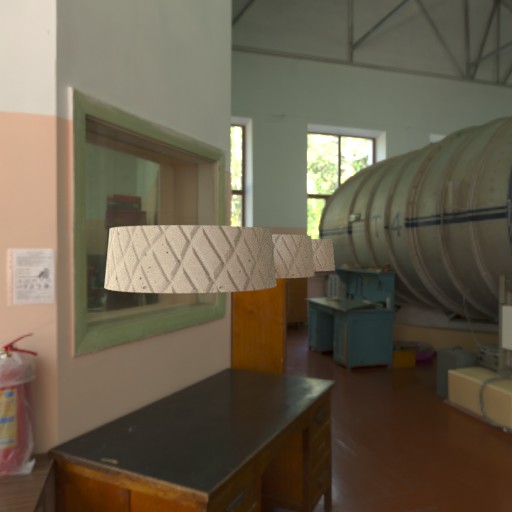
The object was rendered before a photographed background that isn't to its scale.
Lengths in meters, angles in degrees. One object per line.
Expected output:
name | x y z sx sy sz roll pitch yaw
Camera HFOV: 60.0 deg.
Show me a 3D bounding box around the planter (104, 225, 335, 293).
planter | 0.000 0.000 0.432 0.114 0.038 0.390 0 1 18
